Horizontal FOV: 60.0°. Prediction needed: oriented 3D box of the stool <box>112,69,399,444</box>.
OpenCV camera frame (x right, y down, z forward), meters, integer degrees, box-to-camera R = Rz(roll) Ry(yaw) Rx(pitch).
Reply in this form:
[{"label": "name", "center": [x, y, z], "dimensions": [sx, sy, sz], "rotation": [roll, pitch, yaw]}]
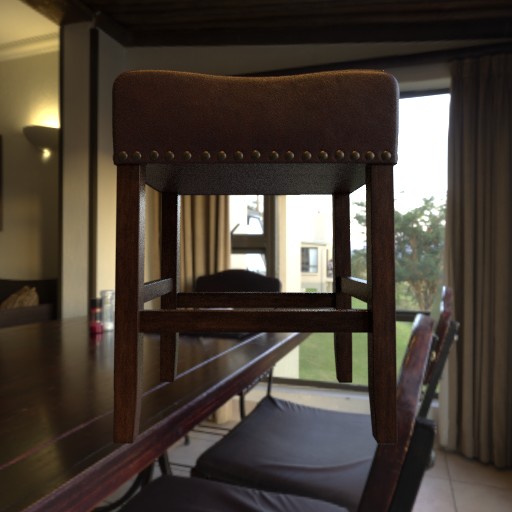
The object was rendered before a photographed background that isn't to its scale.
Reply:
[{"label": "stool", "center": [0.000, 0.000, 0.902], "dimensions": [0.465, 0.608, 0.397], "rotation": [0, 0, 0]}]
